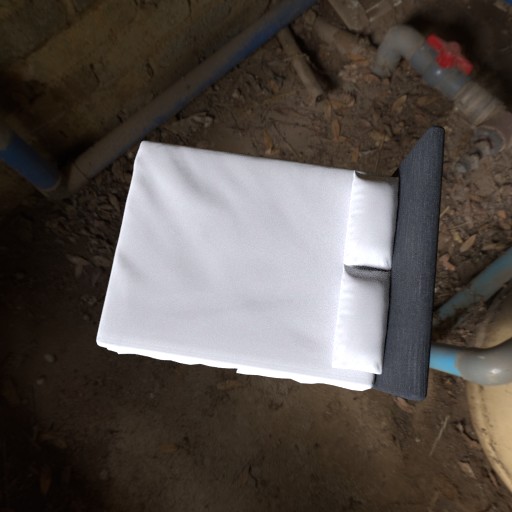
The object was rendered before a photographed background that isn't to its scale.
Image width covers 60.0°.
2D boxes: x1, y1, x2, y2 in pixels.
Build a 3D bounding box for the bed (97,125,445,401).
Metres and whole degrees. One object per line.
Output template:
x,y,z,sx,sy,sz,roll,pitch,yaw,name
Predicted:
0.000,0.000,3.215,2.142,1.330,1.723,9,78,2,bed
